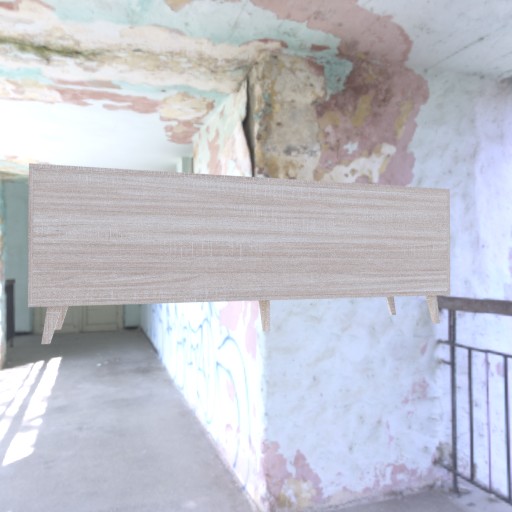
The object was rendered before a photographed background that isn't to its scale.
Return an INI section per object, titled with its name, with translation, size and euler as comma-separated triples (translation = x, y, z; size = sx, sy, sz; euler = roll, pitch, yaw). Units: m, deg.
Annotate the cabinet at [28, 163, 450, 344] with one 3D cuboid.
[cabinet]
translation = 0.000, 0.000, 2.465
size = 2.200, 0.780, 0.500
euler = 0, -1, -18
